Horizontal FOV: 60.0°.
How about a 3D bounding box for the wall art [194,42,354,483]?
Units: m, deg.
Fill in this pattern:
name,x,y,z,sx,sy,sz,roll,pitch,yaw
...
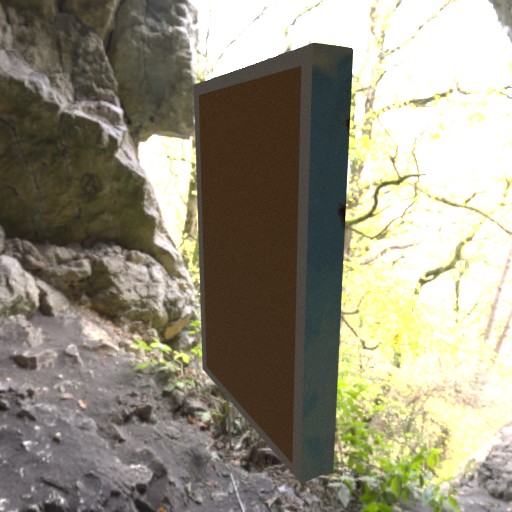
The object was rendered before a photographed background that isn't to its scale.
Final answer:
name,x,y,z,sx,sy,sz,roll,pitch,yaw
wall art,0.000,0.000,0.484,0.039,0.380,0.251,-7,15,-27
